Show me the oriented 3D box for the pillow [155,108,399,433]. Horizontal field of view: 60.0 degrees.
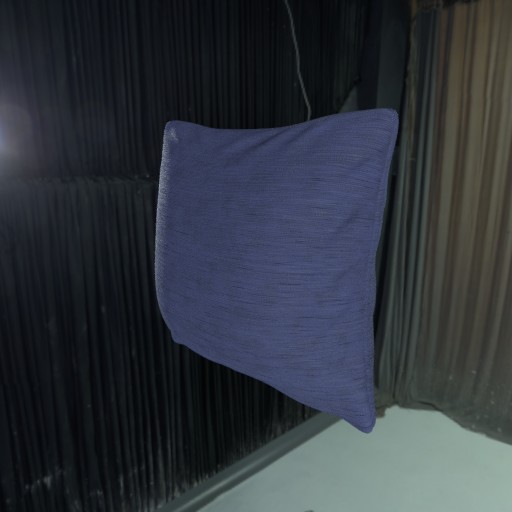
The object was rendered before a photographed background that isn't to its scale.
[{"bbox_3d":[0.000,0.000,0.682,0.432,0.414,0.246,13,19,42],"label":"pillow"}]
